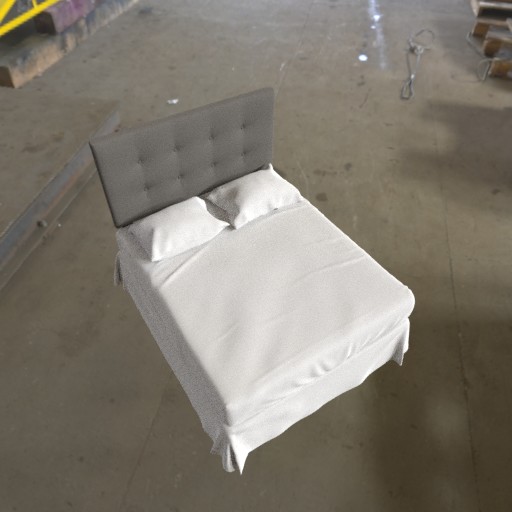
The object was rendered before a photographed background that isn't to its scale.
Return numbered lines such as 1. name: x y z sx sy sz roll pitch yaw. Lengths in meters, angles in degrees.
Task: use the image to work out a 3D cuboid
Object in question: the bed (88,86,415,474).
1. bed: 0.000 0.000 3.521 1.936 1.577 2.222 -25 51 -22
